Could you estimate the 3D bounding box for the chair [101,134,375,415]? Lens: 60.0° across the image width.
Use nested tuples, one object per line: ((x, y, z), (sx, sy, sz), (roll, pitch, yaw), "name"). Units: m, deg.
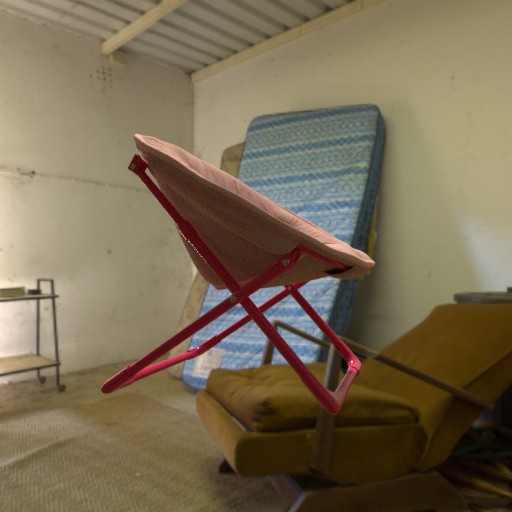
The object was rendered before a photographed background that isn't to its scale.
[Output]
((0.000, 0.000, 0.886), (0.459, 0.494, 0.522), (0, -1, 20), "chair")
